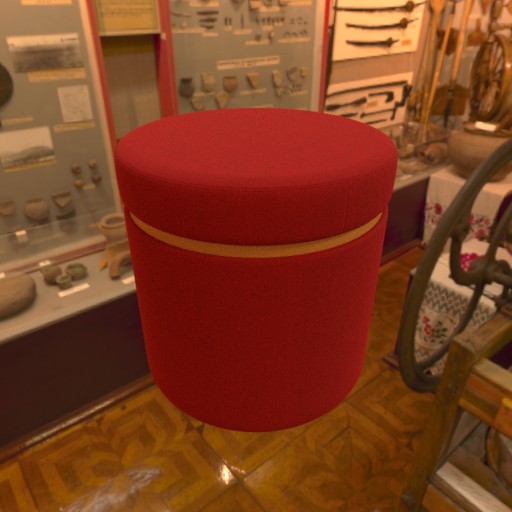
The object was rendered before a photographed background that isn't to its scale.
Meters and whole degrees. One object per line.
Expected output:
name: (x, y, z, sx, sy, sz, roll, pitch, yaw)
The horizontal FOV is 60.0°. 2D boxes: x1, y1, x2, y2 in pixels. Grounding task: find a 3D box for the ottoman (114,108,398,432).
ottoman: (0.000, 0.000, 0.737, 0.400, 0.406, 0.400, 0, 30, 0)
